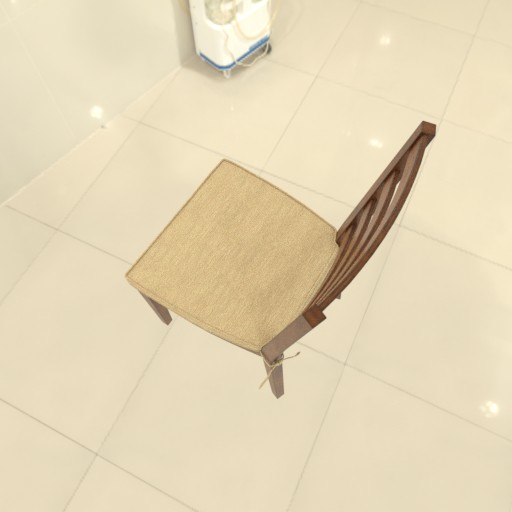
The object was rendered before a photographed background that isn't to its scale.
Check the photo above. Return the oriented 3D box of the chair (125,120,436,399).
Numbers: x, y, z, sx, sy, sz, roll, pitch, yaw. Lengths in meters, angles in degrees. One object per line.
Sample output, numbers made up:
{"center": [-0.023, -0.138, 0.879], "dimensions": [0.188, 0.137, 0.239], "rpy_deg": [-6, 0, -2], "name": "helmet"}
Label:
{"center": [0.000, 0.000, 1.306], "dimensions": [0.595, 0.979, 0.593], "rpy_deg": [30, 68, 13], "name": "chair"}
